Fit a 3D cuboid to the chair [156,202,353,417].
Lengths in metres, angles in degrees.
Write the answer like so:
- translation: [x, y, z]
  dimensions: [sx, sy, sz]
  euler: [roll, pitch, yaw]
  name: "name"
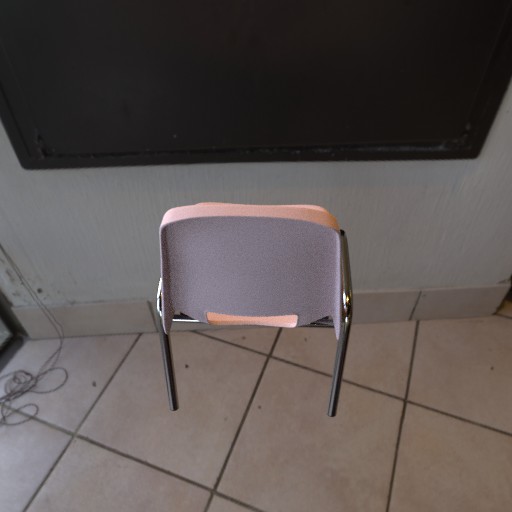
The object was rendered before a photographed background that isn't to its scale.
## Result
- translation: [0.000, 0.000, 0.795]
  dimensions: [0.354, 0.536, 0.385]
  euler: [2, 46, 2]
  name: "chair"
